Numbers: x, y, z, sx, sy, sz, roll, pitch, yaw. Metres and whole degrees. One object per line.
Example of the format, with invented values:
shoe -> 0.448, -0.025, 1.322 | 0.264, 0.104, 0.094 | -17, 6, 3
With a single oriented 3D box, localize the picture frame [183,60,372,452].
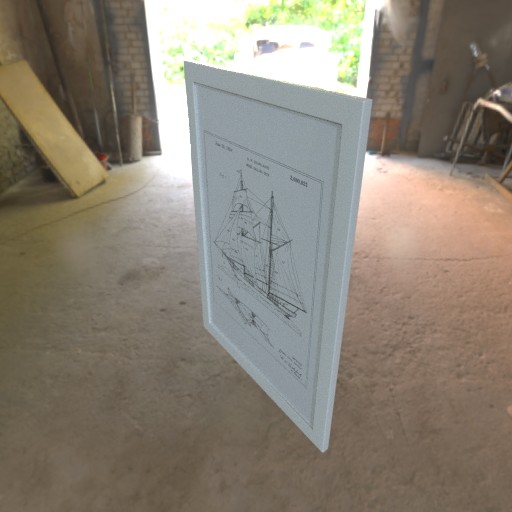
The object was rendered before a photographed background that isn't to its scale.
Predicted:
picture frame -> 0.000, 0.000, 0.700 | 0.012, 0.534, 0.381 | -20, 36, -30
